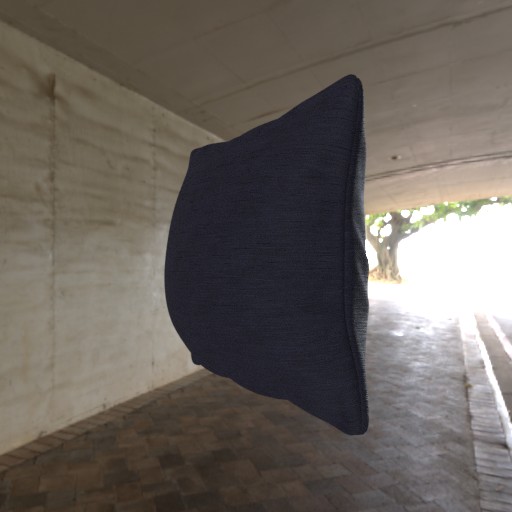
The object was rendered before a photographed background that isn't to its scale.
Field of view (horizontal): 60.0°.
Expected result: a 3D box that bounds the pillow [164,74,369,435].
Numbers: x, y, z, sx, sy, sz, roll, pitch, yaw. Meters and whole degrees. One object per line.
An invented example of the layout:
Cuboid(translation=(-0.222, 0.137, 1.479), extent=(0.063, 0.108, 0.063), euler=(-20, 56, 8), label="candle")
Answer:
Cuboid(translation=(0.000, 0.000, 0.677), extent=(0.246, 0.414, 0.432), euler=(0, -1, -34), label="pillow")
